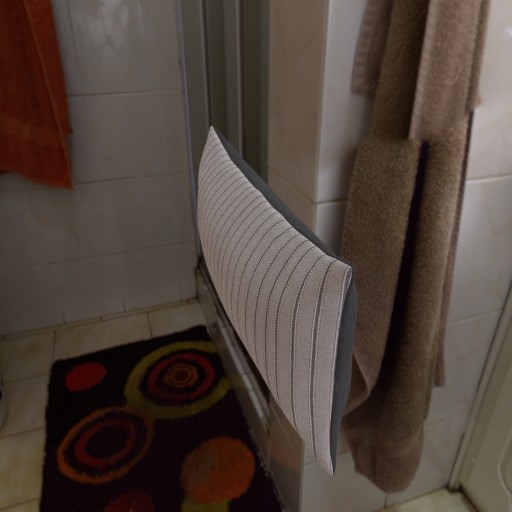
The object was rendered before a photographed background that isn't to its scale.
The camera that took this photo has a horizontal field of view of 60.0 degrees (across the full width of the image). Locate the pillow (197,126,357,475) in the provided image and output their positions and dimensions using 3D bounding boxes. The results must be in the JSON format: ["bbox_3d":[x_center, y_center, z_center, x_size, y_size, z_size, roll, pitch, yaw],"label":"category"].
[{"bbox_3d":[0.000,0.000,0.722,0.151,0.305,0.609,-9,31,-15],"label":"pillow"}]
